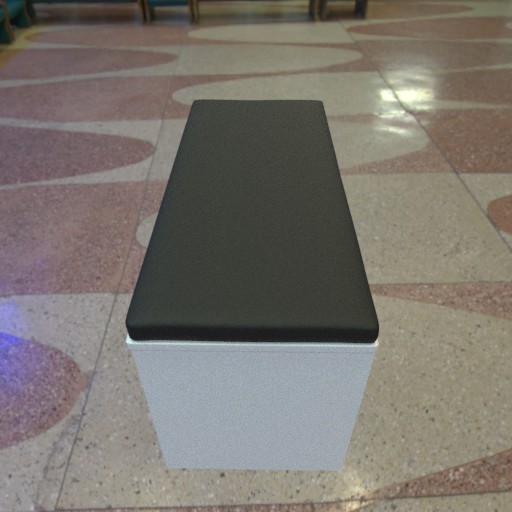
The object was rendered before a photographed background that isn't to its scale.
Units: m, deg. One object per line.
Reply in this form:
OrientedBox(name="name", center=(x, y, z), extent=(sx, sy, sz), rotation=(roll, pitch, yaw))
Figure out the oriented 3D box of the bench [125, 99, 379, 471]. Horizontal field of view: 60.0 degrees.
OrientedBox(name="bench", center=(0.000, 0.000, 1.171), extent=(0.401, 0.500, 0.899), rotation=(1, 41, 1))
